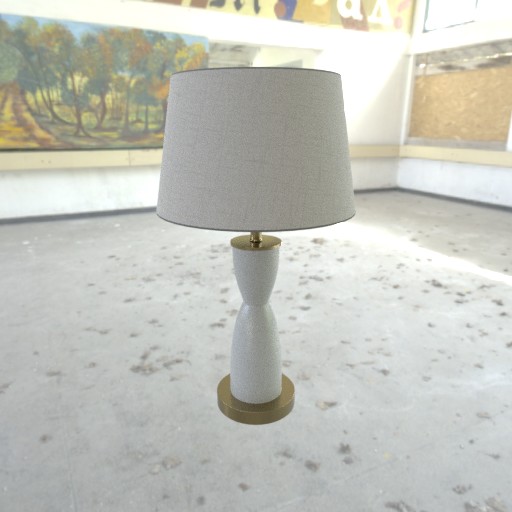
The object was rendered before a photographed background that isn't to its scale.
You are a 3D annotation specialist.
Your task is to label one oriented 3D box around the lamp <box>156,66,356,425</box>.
[{"bbox_3d":[0.000,0.000,0.724,0.309,0.545,0.309,0,17,0],"label":"lamp"}]
